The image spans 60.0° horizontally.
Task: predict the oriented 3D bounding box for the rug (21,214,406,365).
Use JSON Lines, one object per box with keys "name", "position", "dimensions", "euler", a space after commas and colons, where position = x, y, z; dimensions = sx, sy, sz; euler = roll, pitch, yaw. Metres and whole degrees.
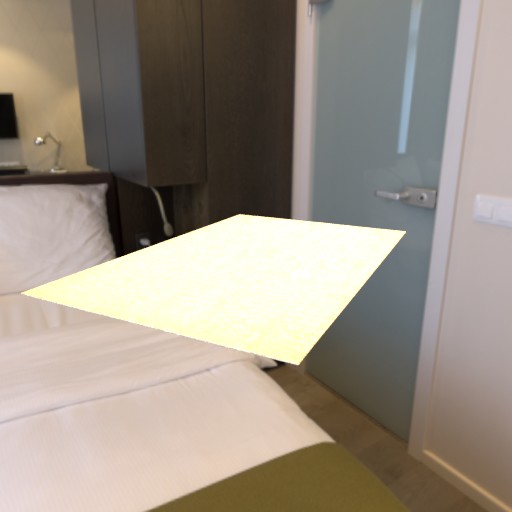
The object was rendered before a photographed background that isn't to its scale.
{"name": "rug", "position": [0.000, 0.000, 2.313], "dimensions": [1.211, 0.007, 1.827], "euler": [8, 19, 26]}
